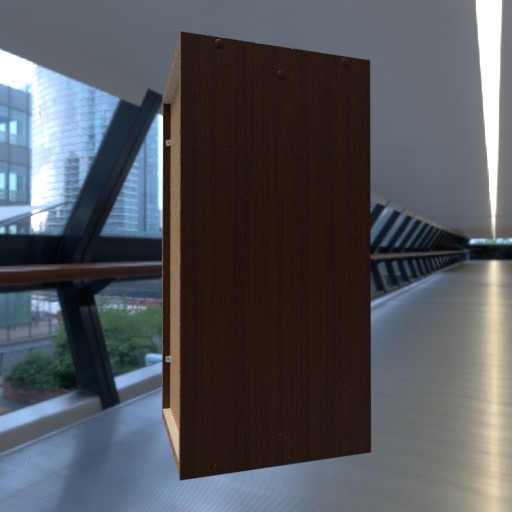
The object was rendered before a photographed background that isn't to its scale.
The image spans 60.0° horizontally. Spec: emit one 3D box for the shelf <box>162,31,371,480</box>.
[{"bbox_3d":[0.000,0.000,0.754,0.290,0.600,0.253,0,-1,-17],"label":"shelf"}]
